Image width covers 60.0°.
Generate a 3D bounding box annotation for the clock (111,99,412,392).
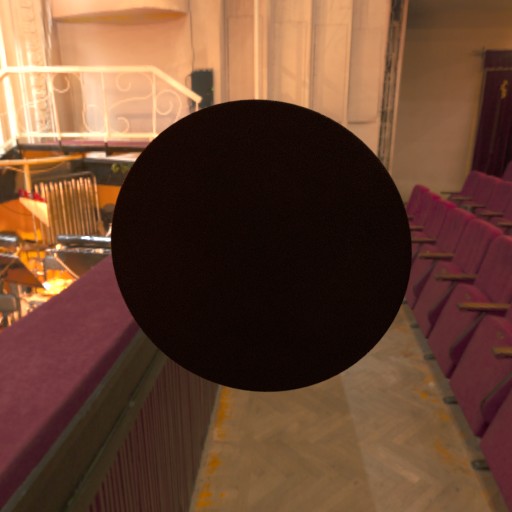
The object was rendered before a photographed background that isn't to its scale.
[{"bbox_3d":[0.000,0.000,0.471,0.314,0.314,0.029,2,17,8],"label":"clock"}]
